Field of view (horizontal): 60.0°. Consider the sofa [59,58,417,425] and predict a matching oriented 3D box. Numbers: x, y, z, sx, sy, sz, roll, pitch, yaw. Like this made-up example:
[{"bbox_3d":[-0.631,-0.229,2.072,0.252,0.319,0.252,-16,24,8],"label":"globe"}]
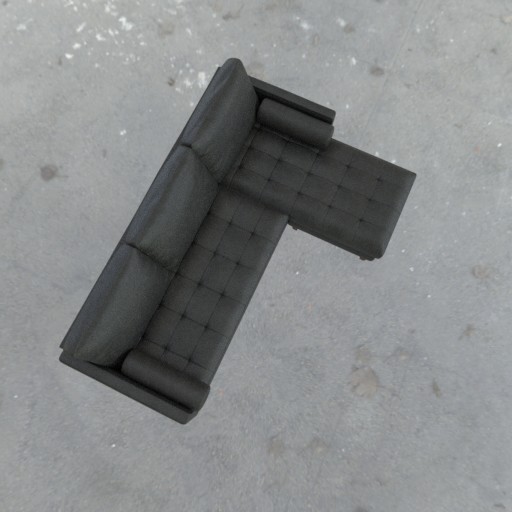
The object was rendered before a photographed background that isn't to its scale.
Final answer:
[{"bbox_3d":[0.000,0.000,2.857,1.497,0.876,2.178,25,77,6],"label":"sofa"}]
